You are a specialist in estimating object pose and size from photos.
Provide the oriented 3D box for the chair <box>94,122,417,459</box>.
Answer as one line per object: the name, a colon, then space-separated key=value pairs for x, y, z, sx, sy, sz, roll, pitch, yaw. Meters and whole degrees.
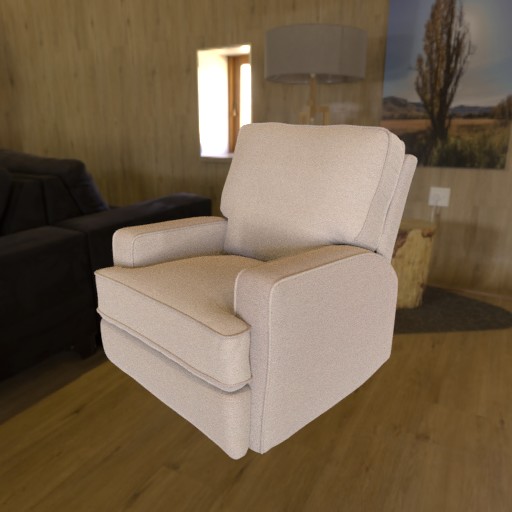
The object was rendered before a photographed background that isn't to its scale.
chair: x=0.000 y=0.000 z=1.669 sx=0.861 sy=0.964 sz=0.969 roll=16 pitch=23 yaw=43
